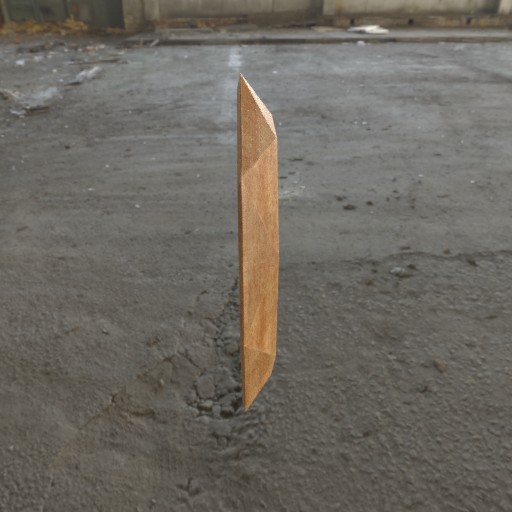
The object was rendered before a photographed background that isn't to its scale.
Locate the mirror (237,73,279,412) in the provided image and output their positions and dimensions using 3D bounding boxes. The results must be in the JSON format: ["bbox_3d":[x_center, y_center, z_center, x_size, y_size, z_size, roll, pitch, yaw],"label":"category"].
[{"bbox_3d":[0.000,0.000,1.000,0.070,0.774,0.577,-1,32,-1],"label":"mirror"}]
